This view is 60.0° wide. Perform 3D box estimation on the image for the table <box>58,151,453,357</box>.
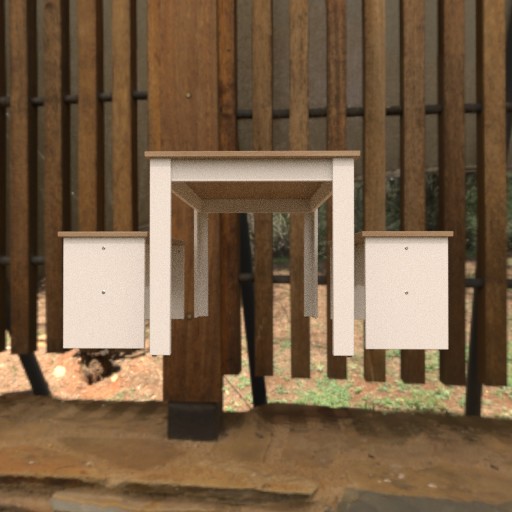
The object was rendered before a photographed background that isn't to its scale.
[{"bbox_3d":[0.000,0.000,2.047,1.443,0.700,1.100,0,-1,1],"label":"table"}]
